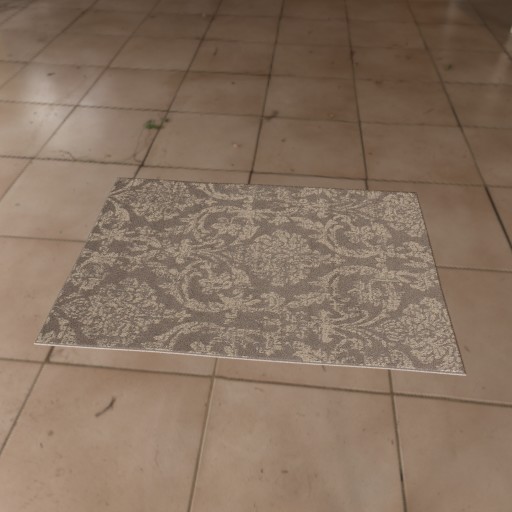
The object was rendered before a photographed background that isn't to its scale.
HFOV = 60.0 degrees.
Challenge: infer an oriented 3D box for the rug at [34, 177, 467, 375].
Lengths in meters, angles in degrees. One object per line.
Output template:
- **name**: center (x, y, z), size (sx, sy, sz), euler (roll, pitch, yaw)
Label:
- **rug**: center (0.000, 0.000, 2.276), size (1.824, 0.012, 1.206), euler (3, 46, 3)
